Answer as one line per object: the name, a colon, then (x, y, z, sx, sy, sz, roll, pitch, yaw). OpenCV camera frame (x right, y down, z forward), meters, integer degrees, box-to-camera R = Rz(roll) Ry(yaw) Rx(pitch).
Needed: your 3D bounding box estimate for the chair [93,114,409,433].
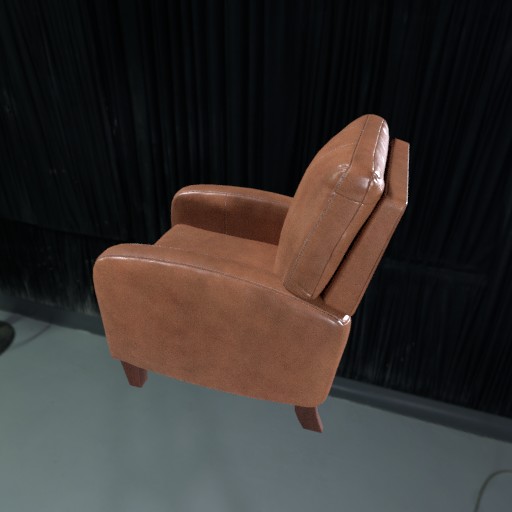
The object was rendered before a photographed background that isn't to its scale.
chair: (0.000, 0.000, 1.701, 0.990, 0.990, 0.762, 9, 31, 15)
